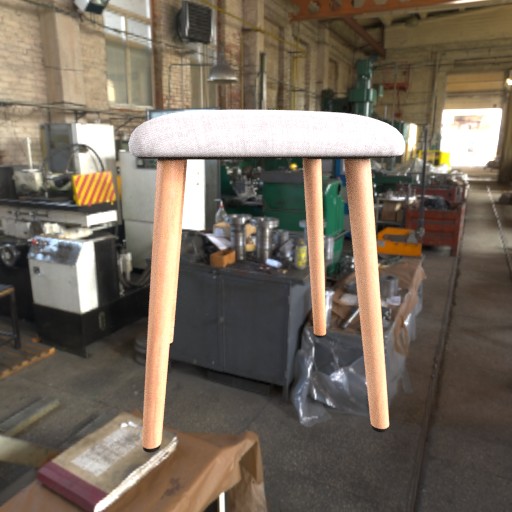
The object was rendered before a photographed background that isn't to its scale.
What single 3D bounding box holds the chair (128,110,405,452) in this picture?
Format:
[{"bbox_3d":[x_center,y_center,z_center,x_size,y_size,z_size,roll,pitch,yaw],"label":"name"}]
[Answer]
[{"bbox_3d":[0.000,0.000,0.715,0.350,0.440,0.350,-2,14,-7],"label":"chair"}]
